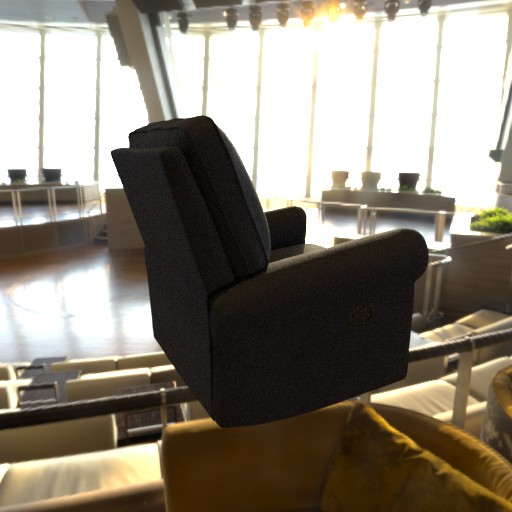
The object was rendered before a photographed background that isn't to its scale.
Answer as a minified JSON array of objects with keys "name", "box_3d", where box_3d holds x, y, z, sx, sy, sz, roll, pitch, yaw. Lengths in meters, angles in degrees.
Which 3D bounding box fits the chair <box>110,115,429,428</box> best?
[{"name":"chair","box_3d":[0.000,0.000,1.649,0.878,0.961,0.890,-7,15,-26]}]
